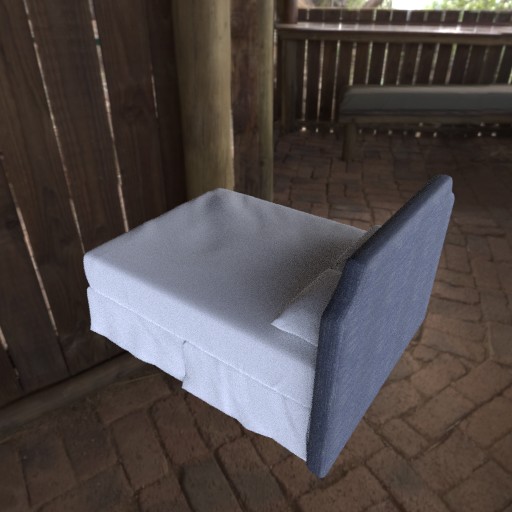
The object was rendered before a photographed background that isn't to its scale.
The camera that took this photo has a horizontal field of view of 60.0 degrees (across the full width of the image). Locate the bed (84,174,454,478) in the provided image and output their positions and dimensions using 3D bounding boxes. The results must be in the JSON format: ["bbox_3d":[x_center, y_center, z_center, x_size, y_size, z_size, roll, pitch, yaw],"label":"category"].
[{"bbox_3d":[0.000,0.000,3.163,2.116,1.290,1.693,21,37,30],"label":"bed"}]
